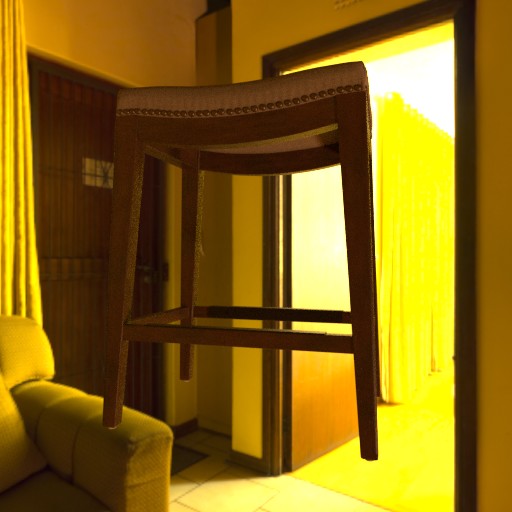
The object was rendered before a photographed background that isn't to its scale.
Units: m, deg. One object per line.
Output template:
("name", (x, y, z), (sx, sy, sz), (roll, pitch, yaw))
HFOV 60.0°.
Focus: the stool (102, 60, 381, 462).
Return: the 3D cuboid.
("stool", (0.000, 0.000, 0.944), (0.508, 0.660, 0.356), (0, 0, 16))
